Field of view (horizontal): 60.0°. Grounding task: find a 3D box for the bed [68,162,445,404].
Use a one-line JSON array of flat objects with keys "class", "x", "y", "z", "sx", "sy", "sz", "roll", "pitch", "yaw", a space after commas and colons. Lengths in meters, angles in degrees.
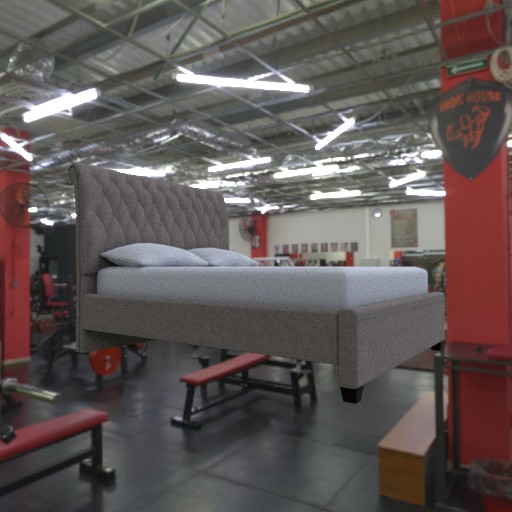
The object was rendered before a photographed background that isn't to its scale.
[{"class": "bed", "x": 0.000, "y": 0.000, "z": 3.263, "sx": 2.252, "sy": 1.371, "sz": 1.645, "roll": -1, "pitch": -2, "yaw": 36}]
